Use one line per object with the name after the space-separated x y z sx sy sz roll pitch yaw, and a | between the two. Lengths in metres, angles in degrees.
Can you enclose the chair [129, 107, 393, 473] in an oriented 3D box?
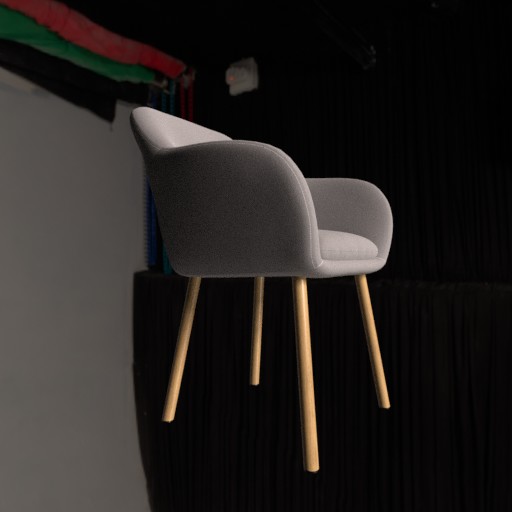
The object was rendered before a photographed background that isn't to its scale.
0.000 0.000 1.196 0.590 0.830 0.570 0 0 35 | chair
